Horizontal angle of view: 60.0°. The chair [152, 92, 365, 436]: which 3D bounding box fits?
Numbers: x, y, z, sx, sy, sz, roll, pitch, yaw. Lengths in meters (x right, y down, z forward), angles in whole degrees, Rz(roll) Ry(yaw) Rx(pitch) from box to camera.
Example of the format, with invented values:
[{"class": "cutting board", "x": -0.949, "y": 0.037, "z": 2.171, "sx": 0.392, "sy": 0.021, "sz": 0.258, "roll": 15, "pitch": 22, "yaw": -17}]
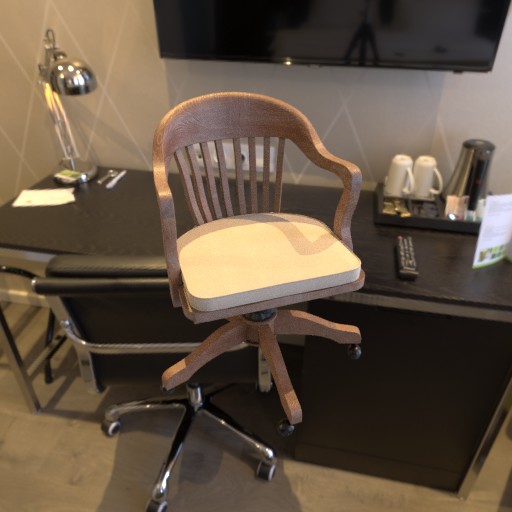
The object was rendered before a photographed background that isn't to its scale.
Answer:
[{"class": "chair", "x": 0.000, "y": 0.000, "z": 1.470, "sx": 0.750, "sy": 0.878, "sz": 0.788, "roll": -10, "pitch": 34, "yaw": -15}]
